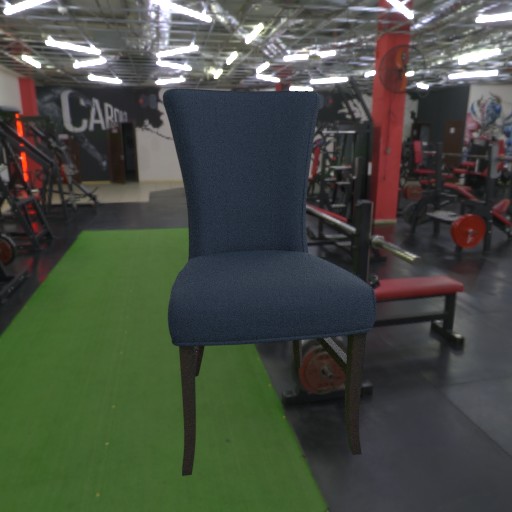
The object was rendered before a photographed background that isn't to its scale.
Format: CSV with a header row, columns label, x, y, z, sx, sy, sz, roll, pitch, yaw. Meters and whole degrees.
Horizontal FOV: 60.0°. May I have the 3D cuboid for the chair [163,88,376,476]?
label,x,y,z,sx,sy,sz,roll,pitch,yaw
chair,0.000,0.000,1.345,0.520,0.991,0.660,-3,16,-9
